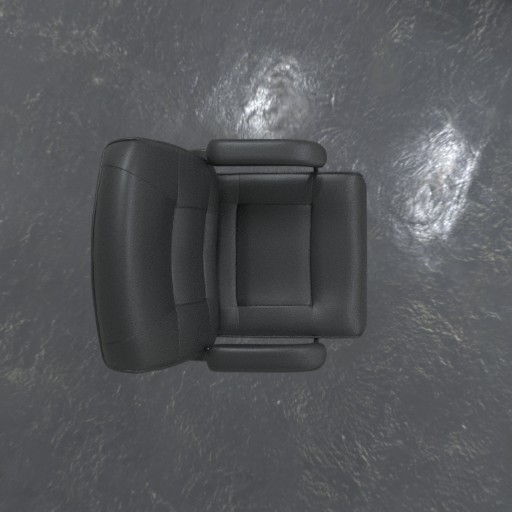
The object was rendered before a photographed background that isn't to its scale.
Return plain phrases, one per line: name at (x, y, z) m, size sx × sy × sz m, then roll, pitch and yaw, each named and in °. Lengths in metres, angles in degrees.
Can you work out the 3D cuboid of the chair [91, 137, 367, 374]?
chair at (0.000, 0.000, 1.303) m, size 0.668 × 0.910 × 0.591 m, roll 0°, pitch 90°, yaw -2°
